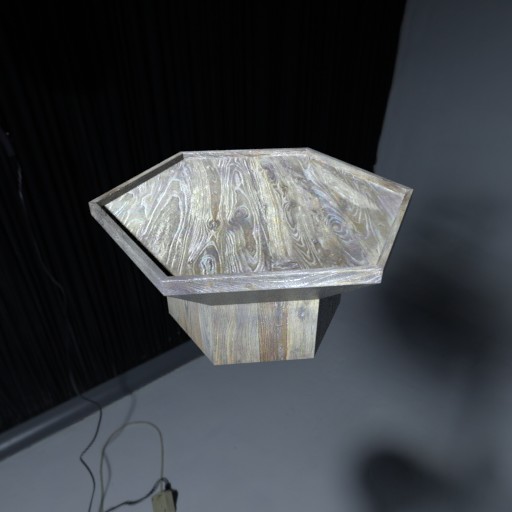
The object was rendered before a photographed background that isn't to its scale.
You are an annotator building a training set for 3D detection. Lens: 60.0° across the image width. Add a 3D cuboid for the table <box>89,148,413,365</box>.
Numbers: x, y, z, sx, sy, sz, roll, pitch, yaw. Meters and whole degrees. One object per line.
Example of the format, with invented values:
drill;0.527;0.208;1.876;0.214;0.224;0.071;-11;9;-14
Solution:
table;0.000;0.000;1.644;0.966;0.488;1.115;-21;38;-30
